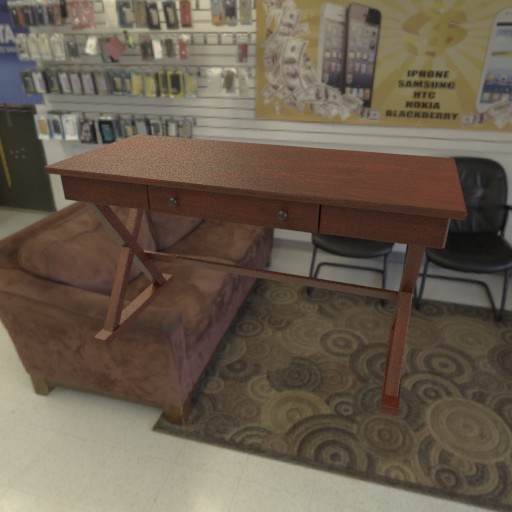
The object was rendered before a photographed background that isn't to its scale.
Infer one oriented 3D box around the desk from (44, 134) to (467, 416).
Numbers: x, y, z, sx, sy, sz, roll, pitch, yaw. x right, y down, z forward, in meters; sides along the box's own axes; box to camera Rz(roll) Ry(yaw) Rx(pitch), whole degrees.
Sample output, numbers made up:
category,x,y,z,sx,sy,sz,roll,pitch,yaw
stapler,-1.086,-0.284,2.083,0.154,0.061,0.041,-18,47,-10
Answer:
category,x,y,z,sx,sy,sz,roll,pitch,yaw
desk,0.000,0.000,1.780,1.372,0.761,0.600,9,28,17
